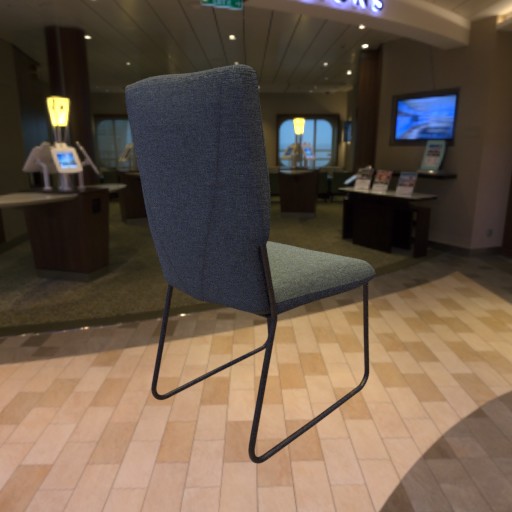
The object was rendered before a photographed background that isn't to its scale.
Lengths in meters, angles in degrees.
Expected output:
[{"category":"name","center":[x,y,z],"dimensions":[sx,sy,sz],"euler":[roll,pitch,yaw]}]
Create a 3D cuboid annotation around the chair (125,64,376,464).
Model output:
[{"category":"chair","center":[0.000,0.000,1.287],"dimensions":[0.480,0.931,0.635],"euler":[13,19,41]}]
